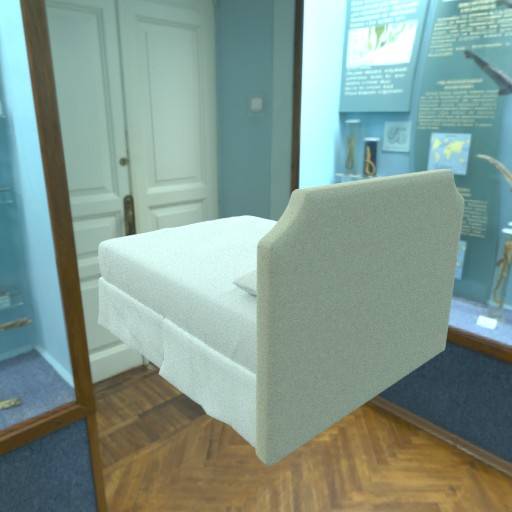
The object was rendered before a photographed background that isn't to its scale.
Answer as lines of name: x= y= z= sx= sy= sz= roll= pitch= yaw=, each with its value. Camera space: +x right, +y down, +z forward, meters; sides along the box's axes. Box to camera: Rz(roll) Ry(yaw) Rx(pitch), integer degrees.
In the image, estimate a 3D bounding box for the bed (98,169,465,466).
bed: x=0.000 y=0.000 z=3.146 sx=1.693 sy=1.290 sz=2.116 roll=-14 pitch=22 yaw=-39
